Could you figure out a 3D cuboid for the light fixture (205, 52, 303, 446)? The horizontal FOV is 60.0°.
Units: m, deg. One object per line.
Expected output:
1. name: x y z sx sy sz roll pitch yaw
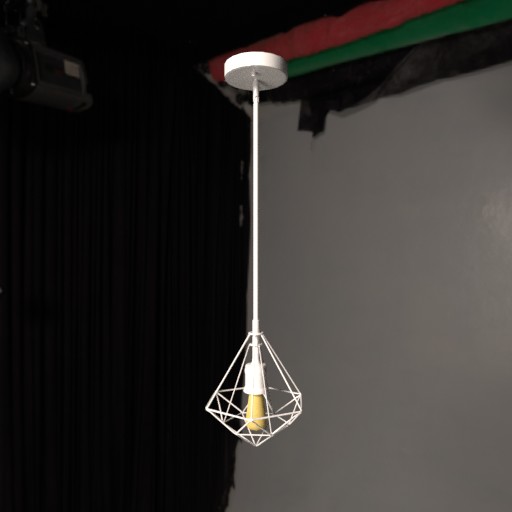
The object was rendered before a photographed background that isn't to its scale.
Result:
1. light fixture: 0.000 0.000 2.061 0.487 1.764 0.431 0 0 35
